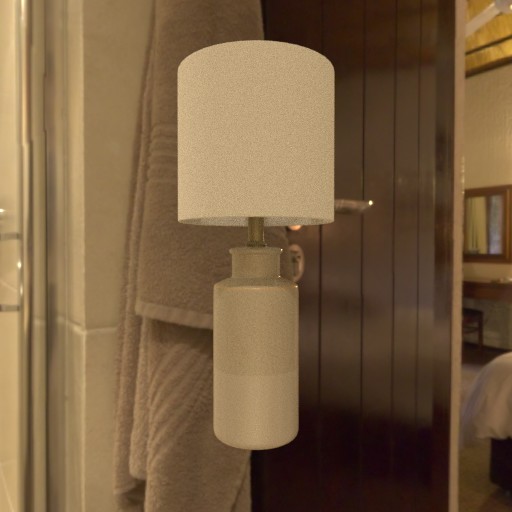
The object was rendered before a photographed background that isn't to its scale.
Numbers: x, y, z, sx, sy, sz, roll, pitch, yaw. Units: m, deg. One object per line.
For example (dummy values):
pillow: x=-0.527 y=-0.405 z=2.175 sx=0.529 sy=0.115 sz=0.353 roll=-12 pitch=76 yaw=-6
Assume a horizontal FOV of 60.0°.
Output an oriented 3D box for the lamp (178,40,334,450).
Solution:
lamp: x=0.000 y=0.000 z=0.612 sx=0.212 sy=0.493 sz=0.212 roll=0 pitch=1 yaw=18
